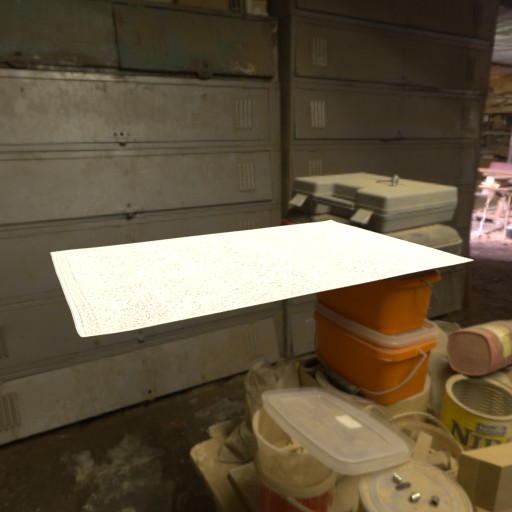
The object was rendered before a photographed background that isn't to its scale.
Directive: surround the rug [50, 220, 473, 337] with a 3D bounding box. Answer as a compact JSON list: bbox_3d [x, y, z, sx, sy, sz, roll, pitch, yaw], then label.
[{"bbox_3d":[0.000,0.000,2.982,2.434,0.023,1.518,-8,18,-27],"label":"rug"}]
